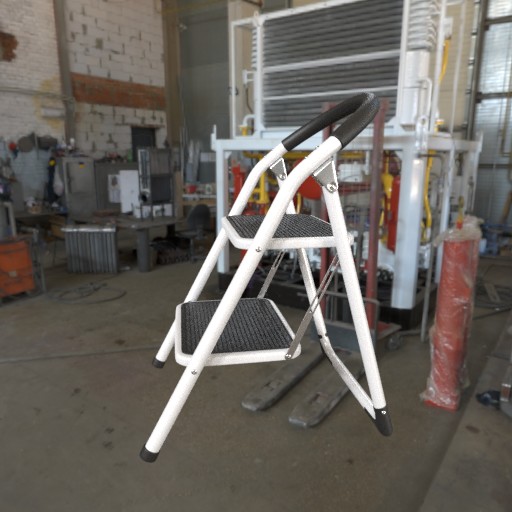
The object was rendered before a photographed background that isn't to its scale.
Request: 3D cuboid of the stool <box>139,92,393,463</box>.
[{"bbox_3d":[0.000,0.000,1.082,0.559,0.760,0.453,-2,13,-9],"label":"stool"}]
